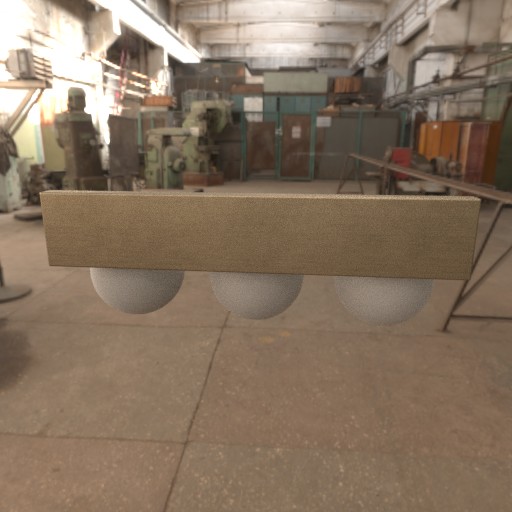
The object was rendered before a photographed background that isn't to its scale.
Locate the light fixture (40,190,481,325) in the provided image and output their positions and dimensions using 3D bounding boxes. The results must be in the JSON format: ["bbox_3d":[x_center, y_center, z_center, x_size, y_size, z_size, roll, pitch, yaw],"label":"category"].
[{"bbox_3d":[0.000,0.000,0.857,0.721,0.263,0.218,2,16,6],"label":"light fixture"}]
